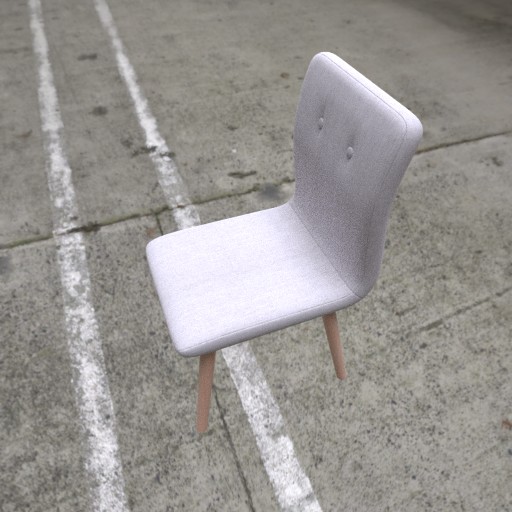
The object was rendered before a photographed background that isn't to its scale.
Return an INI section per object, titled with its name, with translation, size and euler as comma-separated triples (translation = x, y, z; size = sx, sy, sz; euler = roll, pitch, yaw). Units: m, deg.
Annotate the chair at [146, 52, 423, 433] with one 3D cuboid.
[chair]
translation = 0.000, 0.000, 1.197
size = 0.550, 0.885, 0.435
euler = -16, 47, -15
